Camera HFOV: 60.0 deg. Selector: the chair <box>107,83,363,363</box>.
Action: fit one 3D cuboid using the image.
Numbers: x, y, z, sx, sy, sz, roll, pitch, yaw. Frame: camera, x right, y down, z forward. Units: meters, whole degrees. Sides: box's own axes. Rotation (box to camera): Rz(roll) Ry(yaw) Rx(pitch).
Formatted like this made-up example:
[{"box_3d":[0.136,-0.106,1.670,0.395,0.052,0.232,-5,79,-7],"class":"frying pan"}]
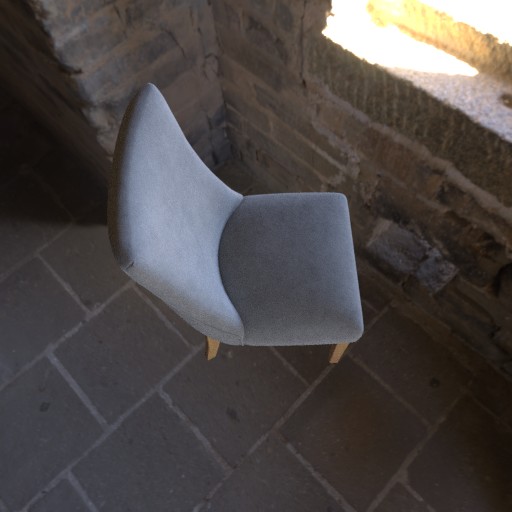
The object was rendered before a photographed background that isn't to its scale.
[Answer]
[{"box_3d":[0.000,0.000,1.317,0.610,0.902,0.495,-1,64,-1],"class":"chair"}]
